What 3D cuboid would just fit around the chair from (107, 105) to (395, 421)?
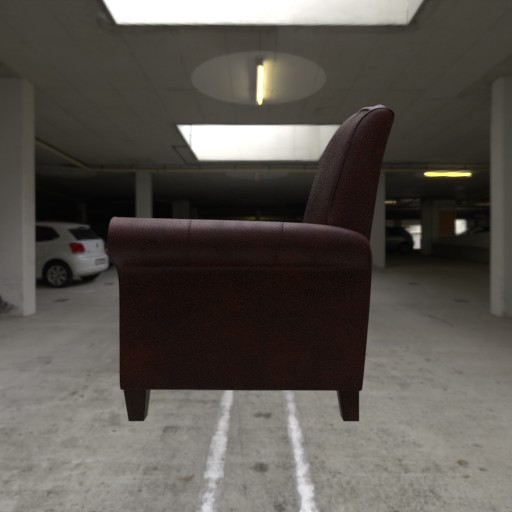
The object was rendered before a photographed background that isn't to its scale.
[{"bbox_3d":[0.000,0.000,1.776,0.902,1.061,0.978,0,0,0],"label":"chair"}]
